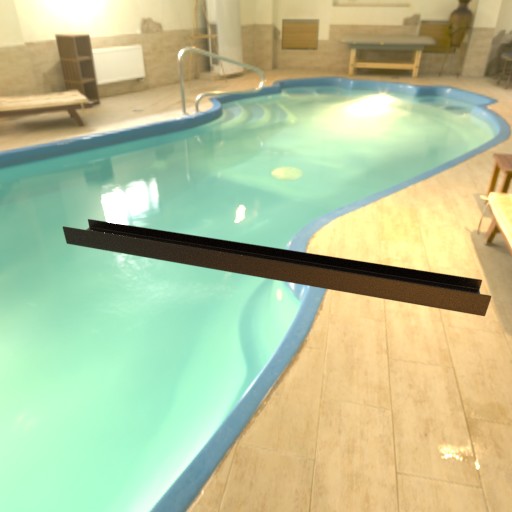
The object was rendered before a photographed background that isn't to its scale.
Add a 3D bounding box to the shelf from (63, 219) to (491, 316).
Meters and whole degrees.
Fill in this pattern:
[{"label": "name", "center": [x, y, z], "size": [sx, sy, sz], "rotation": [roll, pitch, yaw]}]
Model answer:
[{"label": "shelf", "center": [0.000, 0.000, 0.971], "size": [0.924, 0.049, 0.092], "rotation": [9, 32, 15]}]
